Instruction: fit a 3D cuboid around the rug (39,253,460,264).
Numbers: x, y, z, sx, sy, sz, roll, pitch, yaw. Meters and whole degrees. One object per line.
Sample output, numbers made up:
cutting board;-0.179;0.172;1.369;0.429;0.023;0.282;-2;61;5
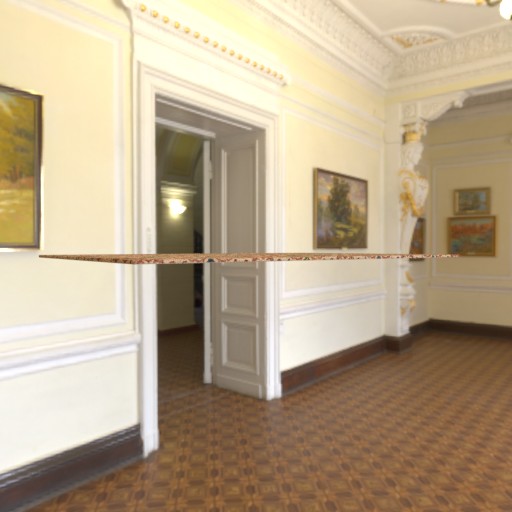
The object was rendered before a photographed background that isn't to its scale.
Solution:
rug;0.000;0.000;2.897;2.297;0.018;1.541;-1;1;-38
